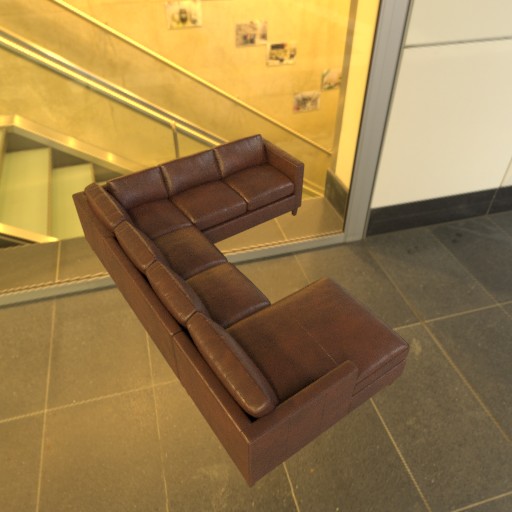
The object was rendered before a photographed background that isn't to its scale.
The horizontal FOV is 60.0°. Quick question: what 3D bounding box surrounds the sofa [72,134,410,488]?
[{"bbox_3d":[0.000,0.000,4.390,2.452,0.891,3.324,-25,47,-26],"label":"sofa"}]
